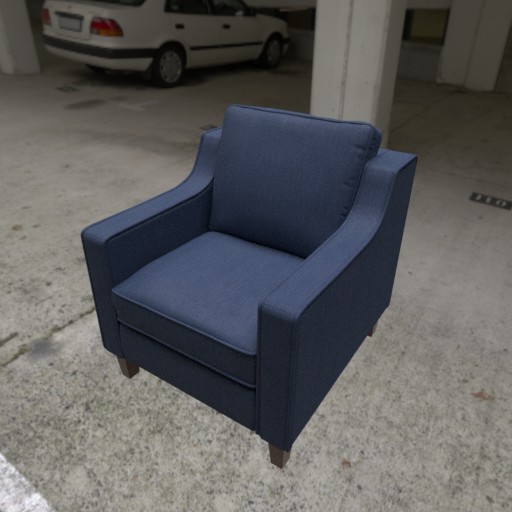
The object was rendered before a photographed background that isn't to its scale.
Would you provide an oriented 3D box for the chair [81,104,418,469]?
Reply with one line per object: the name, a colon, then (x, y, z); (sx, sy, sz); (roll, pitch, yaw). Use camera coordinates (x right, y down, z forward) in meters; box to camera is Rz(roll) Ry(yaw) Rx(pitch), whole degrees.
chair: (0.000, 0.000, 1.663); (0.831, 0.960, 0.909); (19, 35, 29)
